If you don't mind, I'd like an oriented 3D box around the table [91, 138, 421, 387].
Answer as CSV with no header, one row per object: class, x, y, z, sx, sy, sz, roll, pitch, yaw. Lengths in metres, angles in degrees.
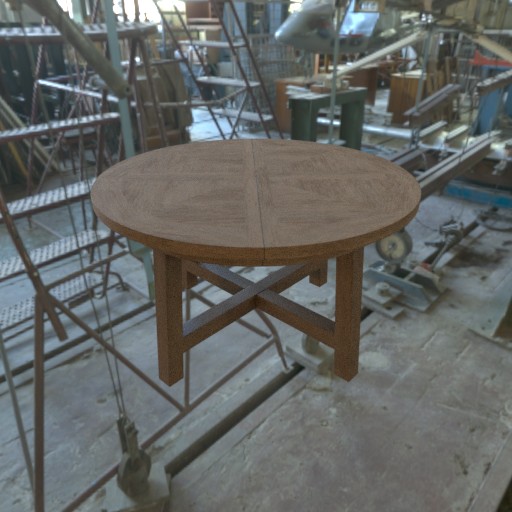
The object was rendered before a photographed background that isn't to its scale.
table,0.000,0.000,2.040,1.319,0.762,1.319,0,28,0
